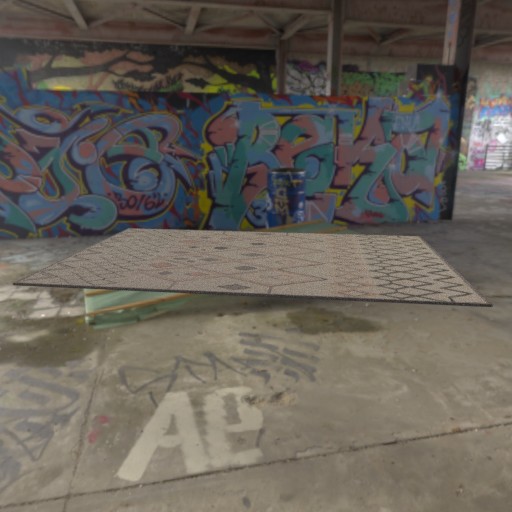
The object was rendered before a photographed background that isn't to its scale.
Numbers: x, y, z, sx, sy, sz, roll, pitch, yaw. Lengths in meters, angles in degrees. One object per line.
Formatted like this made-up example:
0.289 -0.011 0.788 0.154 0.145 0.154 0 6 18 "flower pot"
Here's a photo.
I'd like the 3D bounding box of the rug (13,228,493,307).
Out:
0.000 0.000 2.951 2.438 0.015 1.524 2 15 7 "rug"
